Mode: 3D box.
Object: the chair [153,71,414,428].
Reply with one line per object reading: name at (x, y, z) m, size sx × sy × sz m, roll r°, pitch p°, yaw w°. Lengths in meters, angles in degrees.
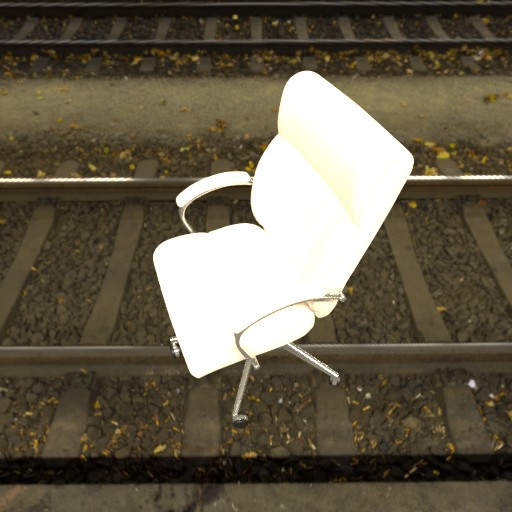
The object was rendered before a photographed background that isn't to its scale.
chair at (0.000, 0.000, 1.620) m, size 0.745 × 1.099 × 0.727 m, roll -16°, pitch 47°, yaw -15°
